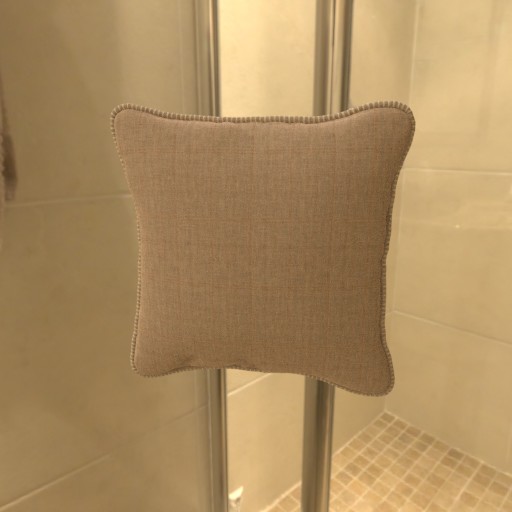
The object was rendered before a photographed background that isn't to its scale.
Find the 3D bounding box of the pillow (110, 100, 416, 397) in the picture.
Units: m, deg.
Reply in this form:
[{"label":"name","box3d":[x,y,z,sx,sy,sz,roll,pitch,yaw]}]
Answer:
[{"label":"pillow","box3d":[0.000,0.000,0.749,0.485,0.494,0.124,2,15,8]}]
